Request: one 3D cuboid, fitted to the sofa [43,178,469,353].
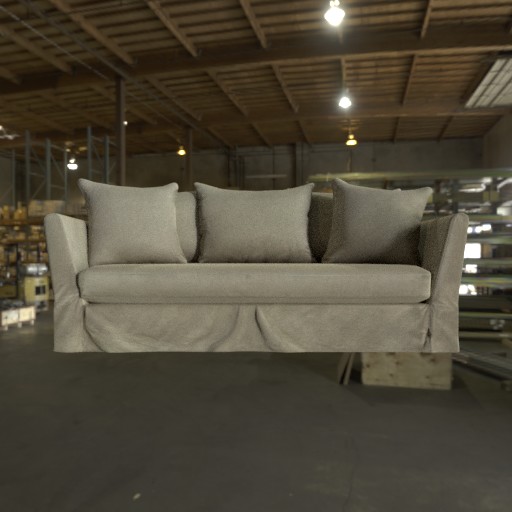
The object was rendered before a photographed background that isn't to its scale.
[{"bbox_3d":[0.000,0.000,2.859,2.290,1.034,1.031,0,0,0],"label":"sofa"}]
